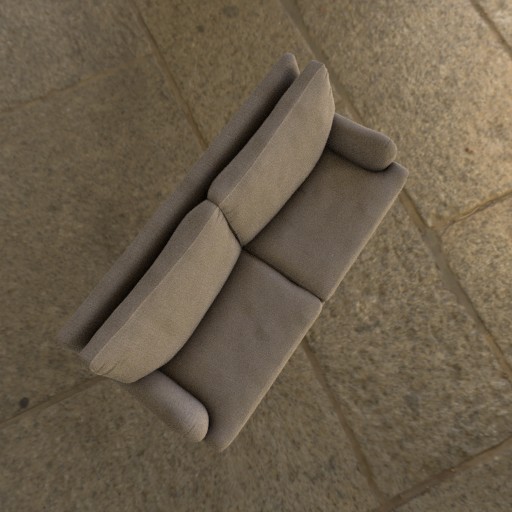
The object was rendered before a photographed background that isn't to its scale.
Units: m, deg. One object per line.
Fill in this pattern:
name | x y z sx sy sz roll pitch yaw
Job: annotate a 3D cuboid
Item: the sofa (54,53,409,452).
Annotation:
sofa | 0.000 0.000 2.812 1.069 1.096 2.193 34 78 8
